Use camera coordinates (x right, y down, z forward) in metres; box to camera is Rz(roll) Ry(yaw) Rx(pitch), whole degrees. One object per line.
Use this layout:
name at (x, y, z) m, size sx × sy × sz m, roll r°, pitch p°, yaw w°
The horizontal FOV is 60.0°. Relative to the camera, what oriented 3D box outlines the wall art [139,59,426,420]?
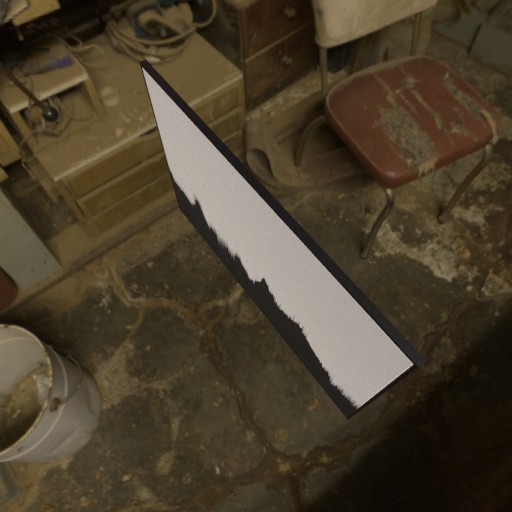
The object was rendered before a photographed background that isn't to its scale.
wall art at (0.000, 0.000, 1.233) m, size 0.019 × 0.660 × 0.957 m, roll -33°, pitch 67°, yaw -16°
